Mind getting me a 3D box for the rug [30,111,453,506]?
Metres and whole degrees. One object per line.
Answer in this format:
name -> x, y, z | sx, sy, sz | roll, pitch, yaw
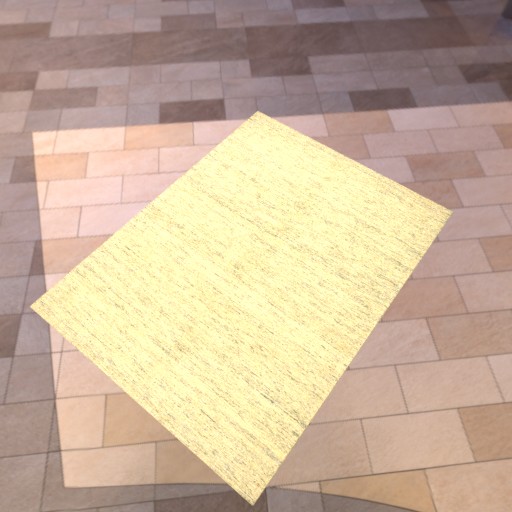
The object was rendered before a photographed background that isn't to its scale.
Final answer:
rug -> 0.000, 0.000, 4.087 | 2.437, 0.014, 3.201 | 33, 63, 19
